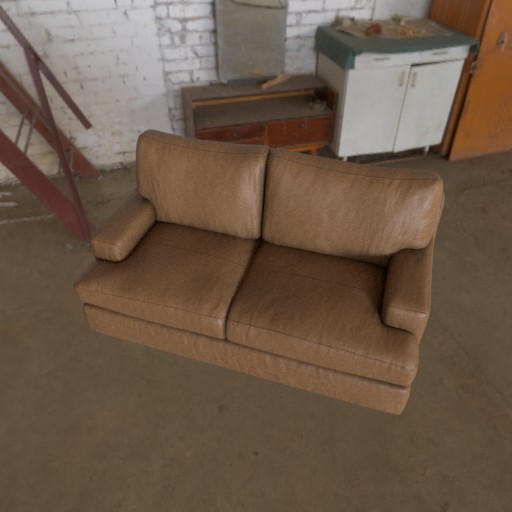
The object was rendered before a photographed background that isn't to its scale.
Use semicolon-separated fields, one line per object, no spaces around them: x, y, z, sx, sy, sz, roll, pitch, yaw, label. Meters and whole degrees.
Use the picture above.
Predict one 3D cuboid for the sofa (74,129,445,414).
0.000;0.000;2.464;1.855;0.980;0.962;12;42;14;sofa
